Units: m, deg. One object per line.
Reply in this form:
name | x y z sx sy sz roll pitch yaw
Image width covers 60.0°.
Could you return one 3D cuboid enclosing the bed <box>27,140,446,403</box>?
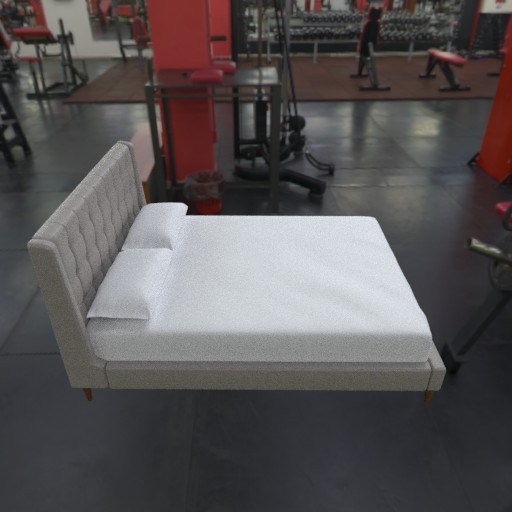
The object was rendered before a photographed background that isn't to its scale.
bed | 0.000 0.000 3.134 2.232 1.147 1.656 0 32 0
